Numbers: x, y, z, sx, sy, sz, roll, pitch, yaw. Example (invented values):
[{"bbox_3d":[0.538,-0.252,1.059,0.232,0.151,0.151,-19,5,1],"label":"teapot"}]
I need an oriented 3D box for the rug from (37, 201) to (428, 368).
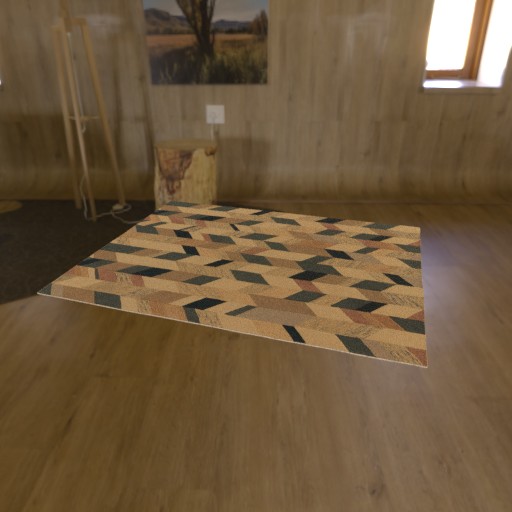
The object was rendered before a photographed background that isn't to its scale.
[{"bbox_3d":[0.000,0.000,4.300,3.072,0.011,2.451,8,27,16],"label":"rug"}]
